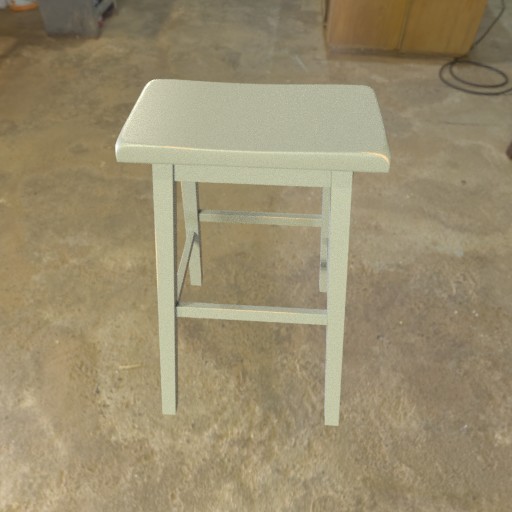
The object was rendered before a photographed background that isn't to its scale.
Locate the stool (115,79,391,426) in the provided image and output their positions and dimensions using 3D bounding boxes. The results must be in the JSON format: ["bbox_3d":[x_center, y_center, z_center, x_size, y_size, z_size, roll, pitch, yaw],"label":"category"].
[{"bbox_3d":[0.000,0.000,1.049,0.457,0.737,0.476,3,46,3],"label":"stool"}]
